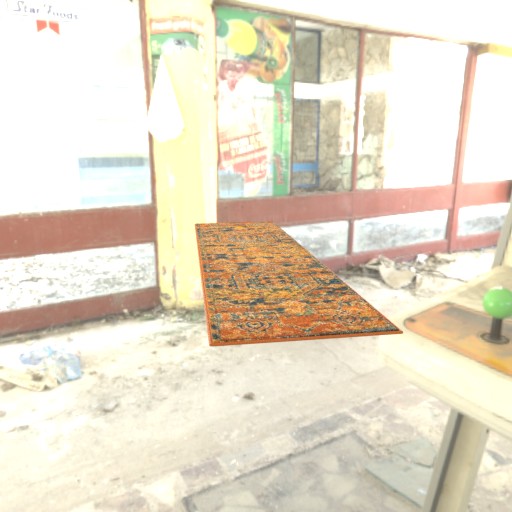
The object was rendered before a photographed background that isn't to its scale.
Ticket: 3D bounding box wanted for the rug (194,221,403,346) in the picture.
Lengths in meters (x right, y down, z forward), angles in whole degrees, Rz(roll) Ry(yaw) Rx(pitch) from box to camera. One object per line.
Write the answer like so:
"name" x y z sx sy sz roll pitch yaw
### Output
"rug" 0.000 0.000 2.529 0.651 0.016 2.274 -2 14 -9
